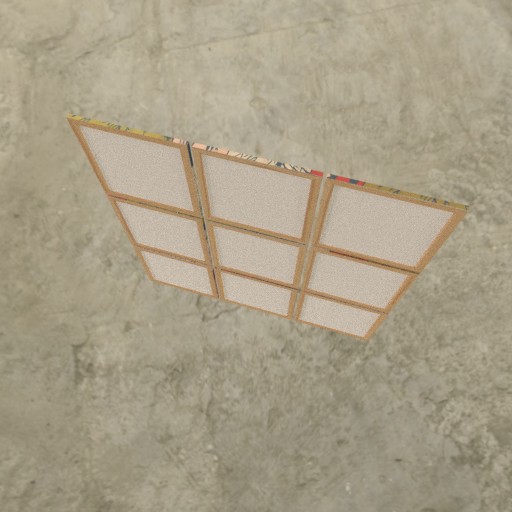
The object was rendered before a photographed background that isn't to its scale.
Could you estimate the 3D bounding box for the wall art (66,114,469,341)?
[{"bbox_3d":[0.000,0.000,1.366,0.904,0.913,0.013,15,64,7],"label":"wall art"}]
